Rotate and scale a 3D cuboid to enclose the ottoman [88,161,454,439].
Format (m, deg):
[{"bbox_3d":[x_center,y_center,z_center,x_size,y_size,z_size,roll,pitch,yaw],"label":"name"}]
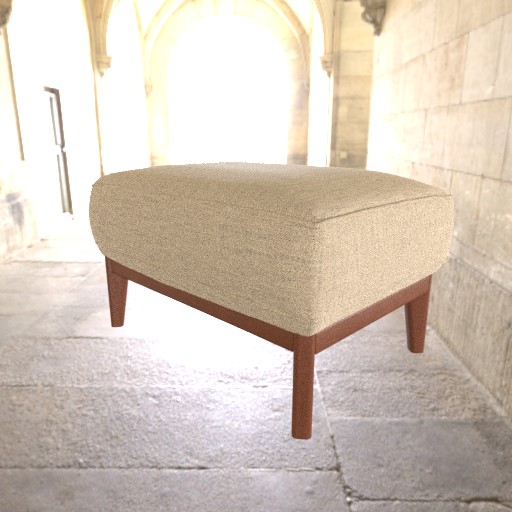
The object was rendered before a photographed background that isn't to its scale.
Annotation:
[{"bbox_3d":[0.000,0.000,1.159,0.794,0.465,0.594,15,22,43],"label":"ottoman"}]
